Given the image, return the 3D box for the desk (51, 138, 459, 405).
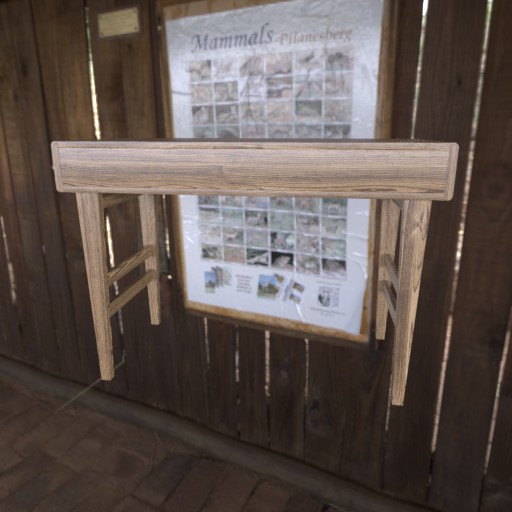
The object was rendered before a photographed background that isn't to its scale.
[{"bbox_3d":[0.000,0.000,1.488,1.067,0.755,0.508,2,16,8],"label":"desk"}]
